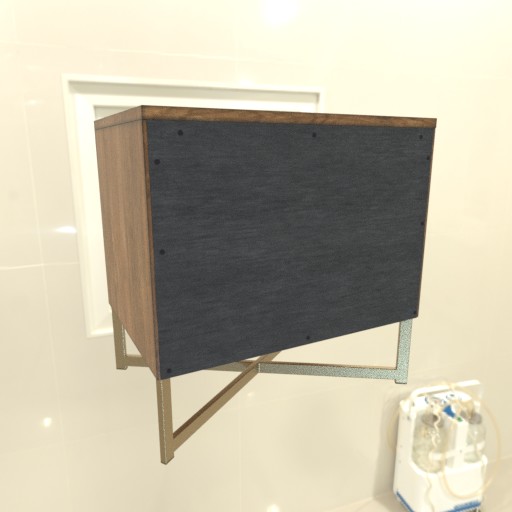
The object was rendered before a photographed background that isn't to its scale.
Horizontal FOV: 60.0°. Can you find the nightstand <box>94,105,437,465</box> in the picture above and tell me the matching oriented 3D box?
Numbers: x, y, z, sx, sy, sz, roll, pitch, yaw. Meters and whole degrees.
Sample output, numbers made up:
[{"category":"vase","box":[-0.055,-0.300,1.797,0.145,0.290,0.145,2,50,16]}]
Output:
[{"category":"nightstand","box":[0.000,0.000,1.036,0.610,0.610,0.446,-7,15,-27]}]
